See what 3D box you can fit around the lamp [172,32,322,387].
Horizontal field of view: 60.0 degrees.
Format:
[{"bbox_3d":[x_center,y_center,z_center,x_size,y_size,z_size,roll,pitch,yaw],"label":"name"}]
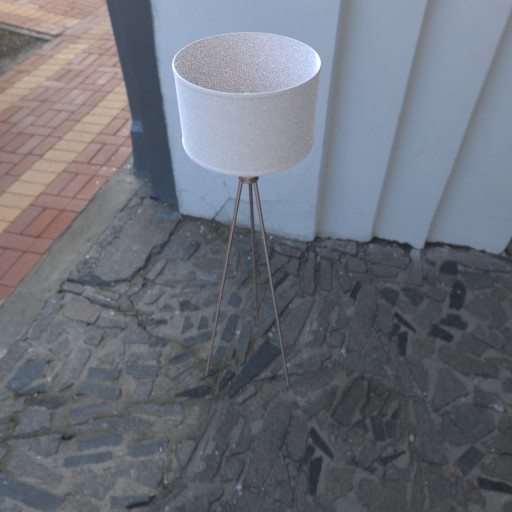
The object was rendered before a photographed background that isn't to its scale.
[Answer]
[{"bbox_3d":[0.000,0.000,1.771,0.458,1.545,0.448,25,51,22],"label":"lamp"}]
